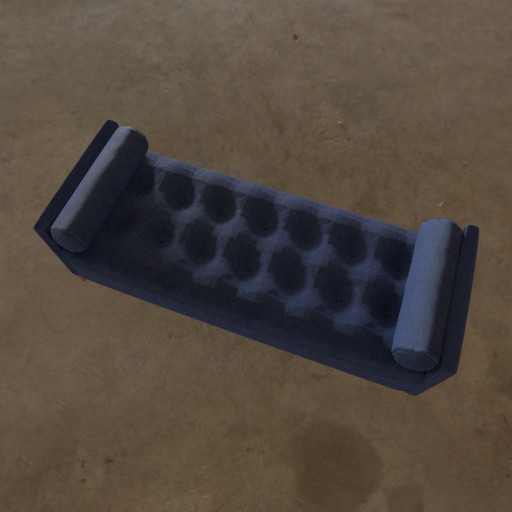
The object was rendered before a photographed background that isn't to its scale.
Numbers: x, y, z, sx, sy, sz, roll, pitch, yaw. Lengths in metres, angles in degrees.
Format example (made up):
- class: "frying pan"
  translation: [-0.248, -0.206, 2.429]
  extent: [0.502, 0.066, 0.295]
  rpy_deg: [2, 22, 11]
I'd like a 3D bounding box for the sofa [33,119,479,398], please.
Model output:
- class: "sofa"
  translation: [0.000, 0.000, 2.443]
  extent: [2.102, 0.705, 0.796]
  rpy_deg: [18, 64, 9]
